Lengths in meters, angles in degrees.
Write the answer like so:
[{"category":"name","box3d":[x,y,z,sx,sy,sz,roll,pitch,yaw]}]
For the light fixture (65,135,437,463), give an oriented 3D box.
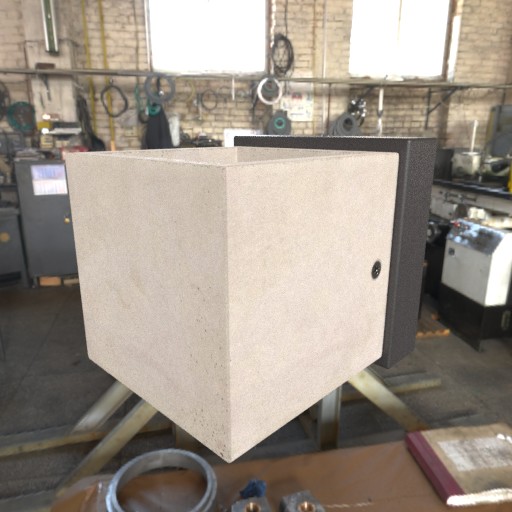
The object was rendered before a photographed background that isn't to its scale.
[{"category":"light fixture","box3d":[0.000,0.000,0.234,0.121,0.121,0.143,15,22,42]}]
